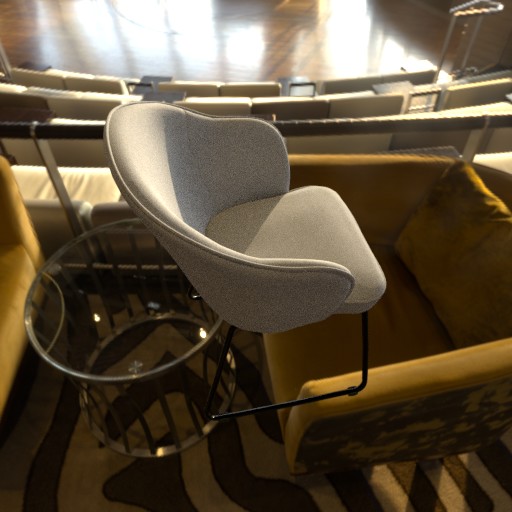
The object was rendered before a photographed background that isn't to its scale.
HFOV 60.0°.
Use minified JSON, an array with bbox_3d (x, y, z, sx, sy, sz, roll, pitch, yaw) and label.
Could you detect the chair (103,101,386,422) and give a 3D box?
[{"bbox_3d":[0.000,0.000,1.169,0.592,0.817,0.570,-10,47,-9],"label":"chair"}]
